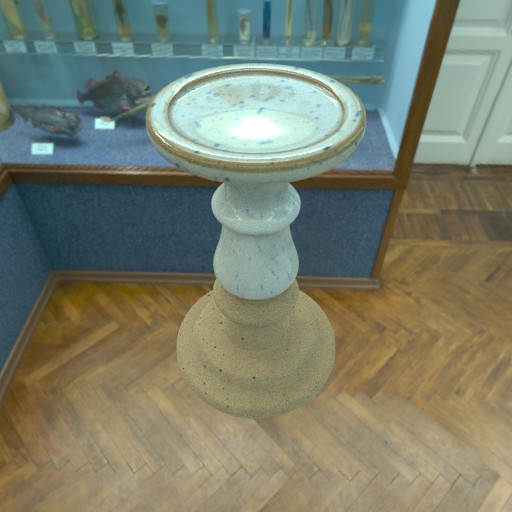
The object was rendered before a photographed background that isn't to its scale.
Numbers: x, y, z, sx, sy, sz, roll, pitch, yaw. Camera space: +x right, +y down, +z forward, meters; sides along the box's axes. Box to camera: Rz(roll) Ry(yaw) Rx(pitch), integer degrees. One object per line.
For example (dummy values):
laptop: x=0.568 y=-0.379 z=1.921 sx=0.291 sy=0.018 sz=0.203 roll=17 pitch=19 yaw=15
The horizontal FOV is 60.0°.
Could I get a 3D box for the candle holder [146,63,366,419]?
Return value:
candle holder: x=0.000 y=0.000 z=0.280 sx=0.123 sy=0.202 sz=0.123 roll=0 pitch=45 yaw=0
